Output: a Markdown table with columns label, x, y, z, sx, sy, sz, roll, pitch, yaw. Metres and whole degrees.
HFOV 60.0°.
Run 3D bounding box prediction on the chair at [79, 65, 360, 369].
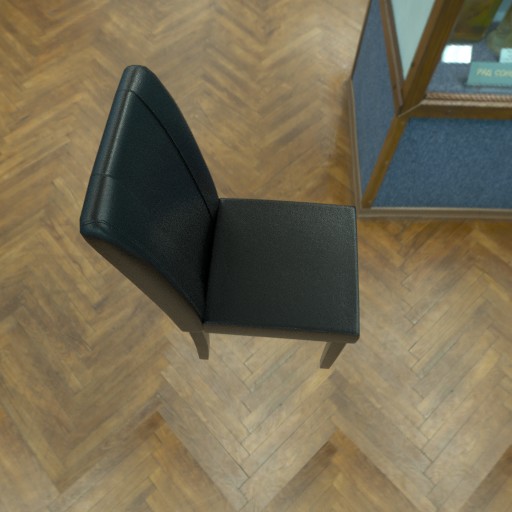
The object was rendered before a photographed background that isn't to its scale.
| label | x | y | z | sx | sy | sz | roll | pitch | yaw |
| --- | --- | --- | --- | --- | --- | --- | --- | --- | --- |
| chair | 0.000 | 0.000 | 1.177 | 0.556 | 0.897 | 0.399 | 4 | 63 | 2 |
